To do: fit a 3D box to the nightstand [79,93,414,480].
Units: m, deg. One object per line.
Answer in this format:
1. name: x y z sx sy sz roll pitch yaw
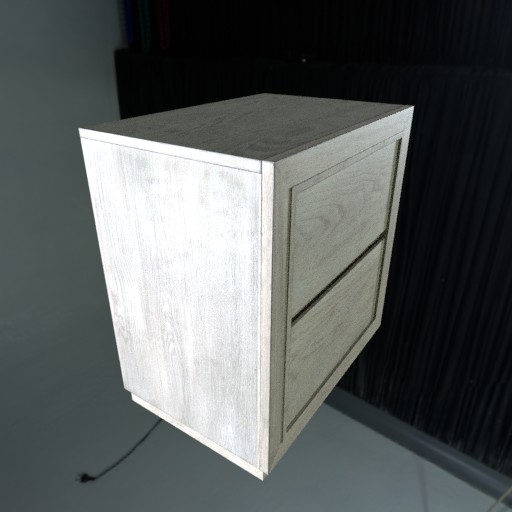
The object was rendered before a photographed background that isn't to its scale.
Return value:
1. nightstand: 0.000 0.000 1.089 0.483 0.673 0.612 17 32 30
